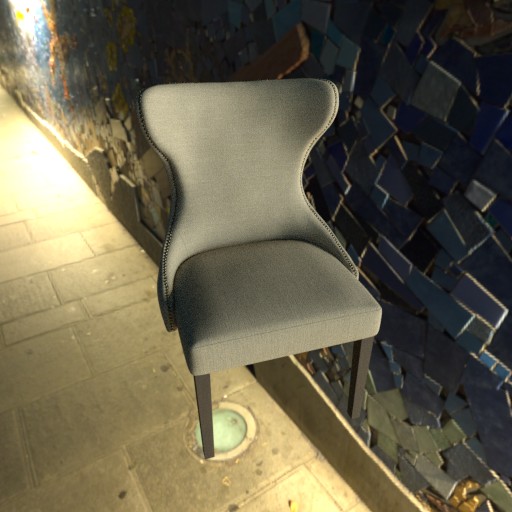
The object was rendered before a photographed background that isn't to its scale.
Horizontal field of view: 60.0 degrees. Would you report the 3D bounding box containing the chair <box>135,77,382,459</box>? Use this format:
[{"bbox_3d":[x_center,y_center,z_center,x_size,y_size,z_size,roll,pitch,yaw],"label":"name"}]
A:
[{"bbox_3d":[0.000,0.000,1.383,0.628,0.967,0.635,-9,32,-15],"label":"chair"}]
